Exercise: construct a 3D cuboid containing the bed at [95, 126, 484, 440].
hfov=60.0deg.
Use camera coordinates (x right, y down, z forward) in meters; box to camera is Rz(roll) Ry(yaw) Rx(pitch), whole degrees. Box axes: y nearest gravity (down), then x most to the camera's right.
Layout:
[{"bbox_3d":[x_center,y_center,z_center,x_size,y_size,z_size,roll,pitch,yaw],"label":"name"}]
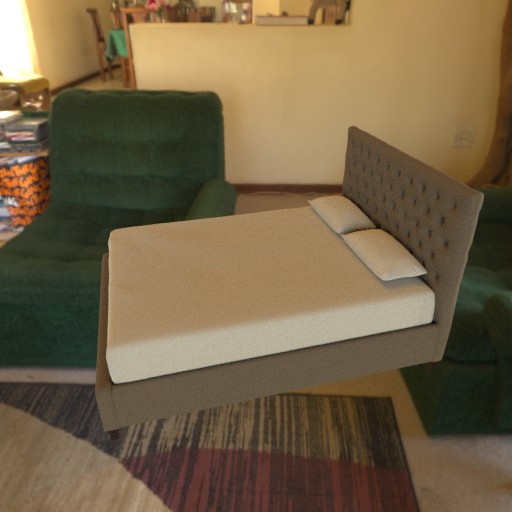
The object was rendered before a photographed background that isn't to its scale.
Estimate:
[{"bbox_3d":[0.000,0.000,3.376,2.387,1.427,1.698,-8,31,-13],"label":"bed"}]
